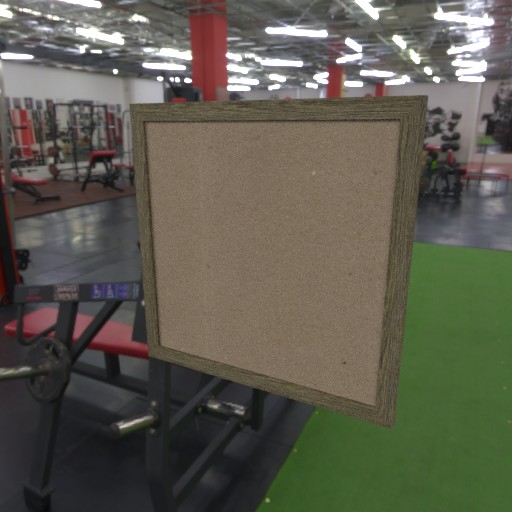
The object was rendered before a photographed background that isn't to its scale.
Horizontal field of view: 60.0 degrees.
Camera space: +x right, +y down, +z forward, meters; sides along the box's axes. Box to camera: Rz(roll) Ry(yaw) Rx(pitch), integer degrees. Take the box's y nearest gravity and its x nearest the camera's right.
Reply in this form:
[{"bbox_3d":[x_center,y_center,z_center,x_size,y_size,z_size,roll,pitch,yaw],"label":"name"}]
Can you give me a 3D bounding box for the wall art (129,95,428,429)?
[{"bbox_3d":[0.000,0.000,0.766,0.508,0.508,0.019,8,18,27],"label":"wall art"}]
